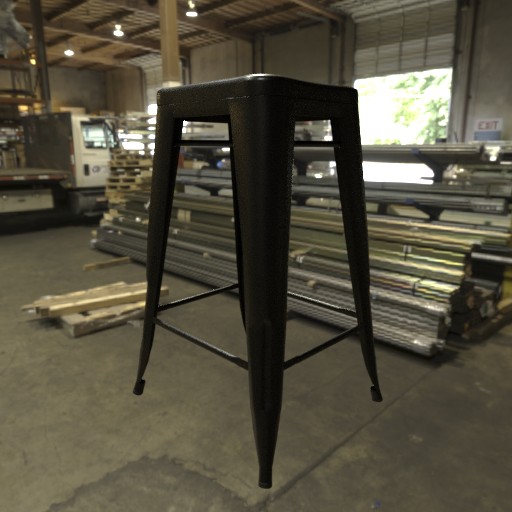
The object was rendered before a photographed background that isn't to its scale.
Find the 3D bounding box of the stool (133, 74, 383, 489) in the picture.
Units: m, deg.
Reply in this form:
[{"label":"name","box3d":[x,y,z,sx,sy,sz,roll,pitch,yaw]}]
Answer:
[{"label":"stool","box3d":[0.000,0.000,0.857,0.399,0.609,0.359,14,19,43]}]
